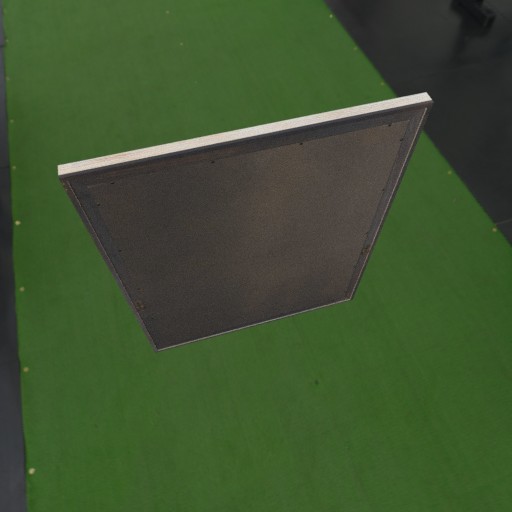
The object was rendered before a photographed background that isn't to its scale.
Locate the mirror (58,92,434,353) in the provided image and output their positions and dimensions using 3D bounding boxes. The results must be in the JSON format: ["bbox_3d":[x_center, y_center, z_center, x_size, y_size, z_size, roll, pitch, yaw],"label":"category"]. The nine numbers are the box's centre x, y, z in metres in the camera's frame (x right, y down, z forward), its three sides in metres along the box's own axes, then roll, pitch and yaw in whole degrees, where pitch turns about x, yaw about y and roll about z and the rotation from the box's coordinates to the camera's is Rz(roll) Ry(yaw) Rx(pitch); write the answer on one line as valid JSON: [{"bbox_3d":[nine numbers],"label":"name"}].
[{"bbox_3d":[0.000,0.000,1.213,0.730,0.882,0.032,-14,59,-8],"label":"mirror"}]
